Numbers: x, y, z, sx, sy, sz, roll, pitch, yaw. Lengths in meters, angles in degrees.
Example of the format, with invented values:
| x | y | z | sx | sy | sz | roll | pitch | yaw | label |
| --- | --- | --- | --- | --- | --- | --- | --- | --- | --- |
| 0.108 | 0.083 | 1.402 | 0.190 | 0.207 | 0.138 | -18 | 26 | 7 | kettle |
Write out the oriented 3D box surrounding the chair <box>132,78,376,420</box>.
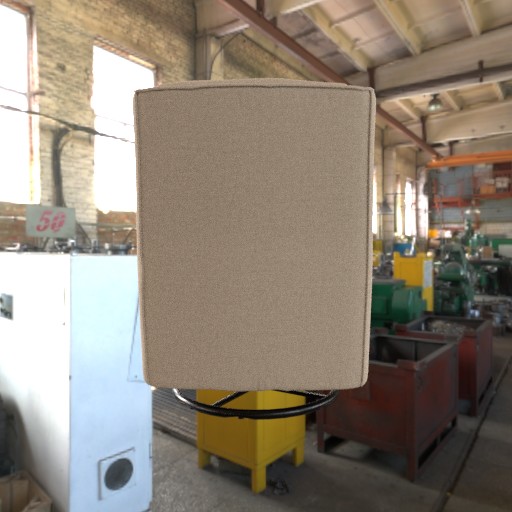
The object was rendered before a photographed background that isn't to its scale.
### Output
| x | y | z | sx | sy | sz | roll | pitch | yaw | label |
| --- | --- | --- | --- | --- | --- | --- | --- | --- | --- |
| 0.000 | 0.000 | 1.602 | 0.732 | 0.993 | 0.879 | 0 | 1 | 1 | chair |
